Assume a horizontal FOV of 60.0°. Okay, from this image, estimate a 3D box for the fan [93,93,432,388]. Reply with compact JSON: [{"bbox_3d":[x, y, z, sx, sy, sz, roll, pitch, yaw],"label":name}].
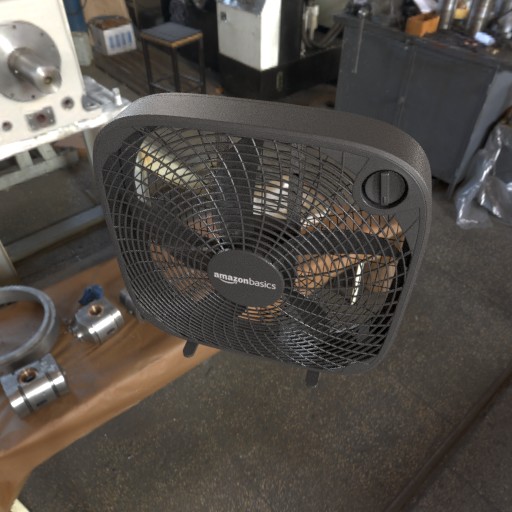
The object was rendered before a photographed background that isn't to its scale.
[{"bbox_3d":[0.000,0.000,0.786,0.526,0.533,0.142,11,44,12],"label":"fan"}]
